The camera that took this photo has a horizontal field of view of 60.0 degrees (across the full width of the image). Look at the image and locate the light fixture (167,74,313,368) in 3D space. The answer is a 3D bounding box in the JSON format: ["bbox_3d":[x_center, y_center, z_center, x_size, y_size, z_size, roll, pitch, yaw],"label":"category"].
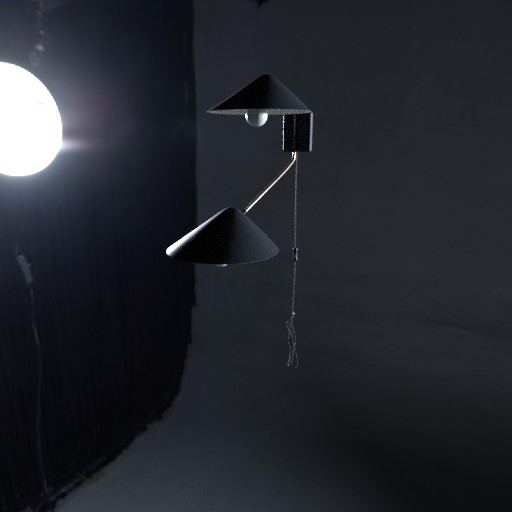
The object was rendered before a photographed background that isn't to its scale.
[{"bbox_3d":[0.000,0.000,0.858,0.189,0.665,0.422,8,17,27],"label":"light fixture"}]
